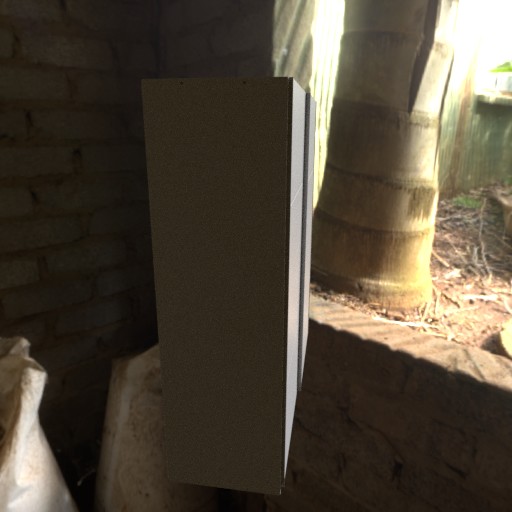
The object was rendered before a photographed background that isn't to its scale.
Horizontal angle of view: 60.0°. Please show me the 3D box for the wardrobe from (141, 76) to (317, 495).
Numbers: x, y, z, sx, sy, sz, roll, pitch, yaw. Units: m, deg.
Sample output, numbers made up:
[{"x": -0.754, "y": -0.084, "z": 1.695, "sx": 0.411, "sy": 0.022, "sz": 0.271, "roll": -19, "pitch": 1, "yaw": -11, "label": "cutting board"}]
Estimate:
[{"x": 0.000, "y": 0.000, "z": 2.829, "sx": 0.629, "sy": 1.960, "sz": 1.780, "roll": 3, "pitch": 17, "yaw": 9, "label": "wardrobe"}]
